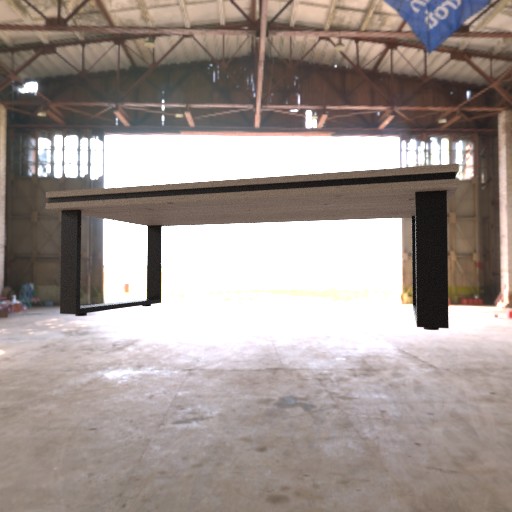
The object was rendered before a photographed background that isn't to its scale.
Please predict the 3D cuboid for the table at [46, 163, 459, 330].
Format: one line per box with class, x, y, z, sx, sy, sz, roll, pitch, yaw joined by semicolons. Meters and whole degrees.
table;0.000;0.000;1.697;1.350;0.450;0.700;-1;-2;18
